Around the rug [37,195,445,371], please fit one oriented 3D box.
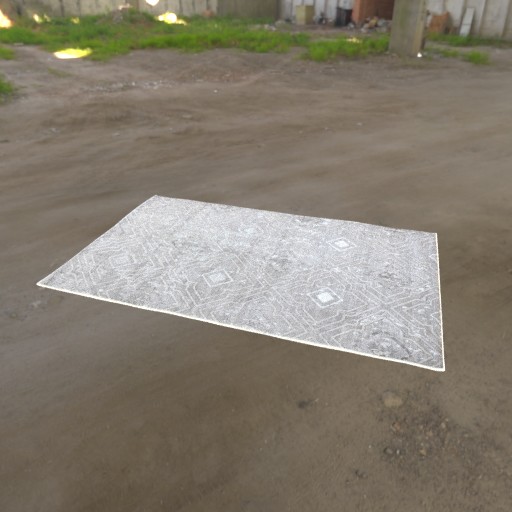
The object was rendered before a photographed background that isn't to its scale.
[{"bbox_3d":[0.000,0.000,3.128,2.447,0.036,1.537,9,32,15],"label":"rug"}]
